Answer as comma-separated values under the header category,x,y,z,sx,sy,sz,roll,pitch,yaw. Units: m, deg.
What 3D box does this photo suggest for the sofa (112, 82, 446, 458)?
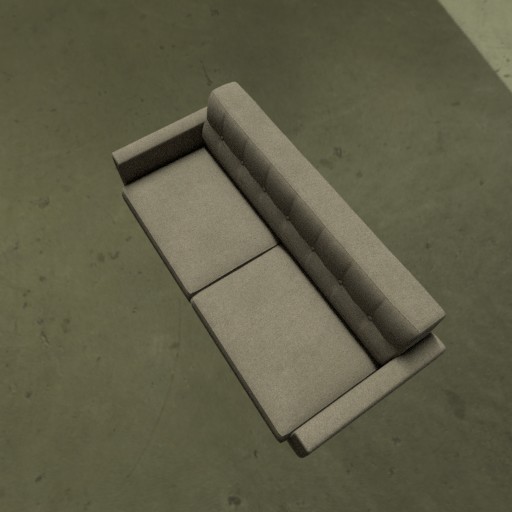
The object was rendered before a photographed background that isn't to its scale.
category,x,y,z,sx,sy,sz,roll,pitch,yaw
sofa,0.000,0.000,2.568,0.909,0.841,2.029,-31,67,-15
